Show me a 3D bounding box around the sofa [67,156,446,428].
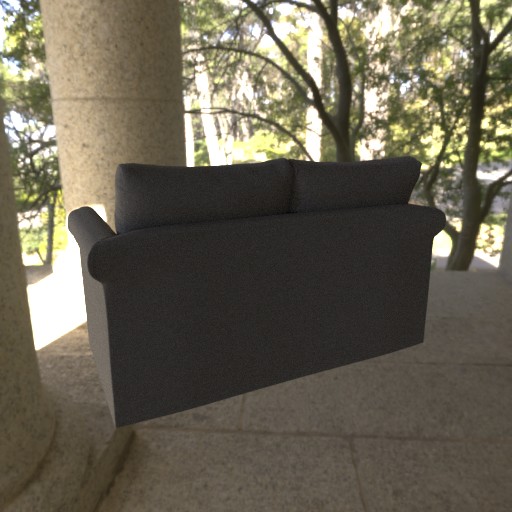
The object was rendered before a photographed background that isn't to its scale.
[{"bbox_3d":[0.000,0.000,1.951,1.460,0.872,0.741,-8,17,-26],"label":"sofa"}]
